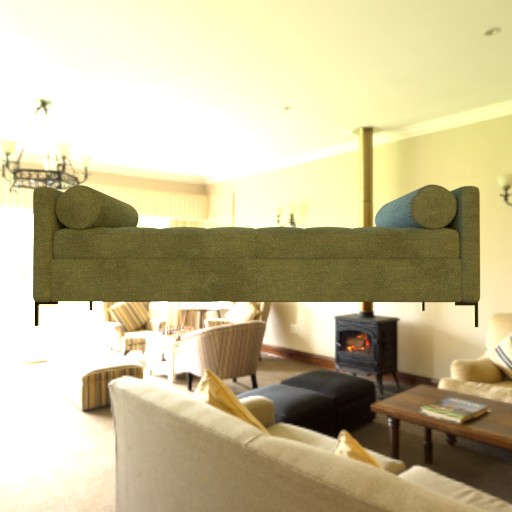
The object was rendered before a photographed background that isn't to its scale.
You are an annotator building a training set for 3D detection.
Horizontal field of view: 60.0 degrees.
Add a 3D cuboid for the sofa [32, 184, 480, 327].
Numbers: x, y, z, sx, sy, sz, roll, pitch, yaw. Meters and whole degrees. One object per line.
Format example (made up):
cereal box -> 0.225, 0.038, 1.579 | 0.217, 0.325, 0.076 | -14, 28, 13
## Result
sofa -> 0.000, 0.000, 2.291 | 1.981, 0.635, 0.686 | 0, -1, 1
